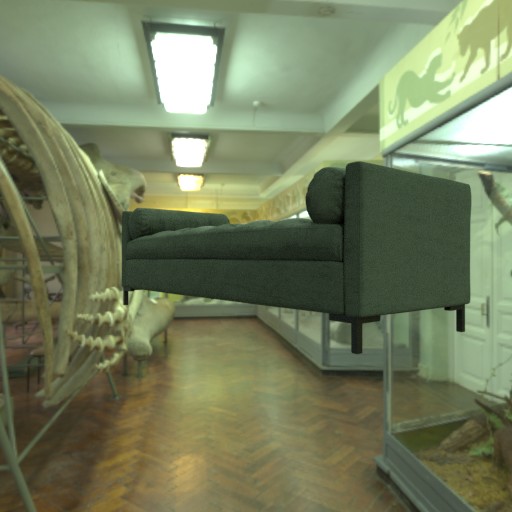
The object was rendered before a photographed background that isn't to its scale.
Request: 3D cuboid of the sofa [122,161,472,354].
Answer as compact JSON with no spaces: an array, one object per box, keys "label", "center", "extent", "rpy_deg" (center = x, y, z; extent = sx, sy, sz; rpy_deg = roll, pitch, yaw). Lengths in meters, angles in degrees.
[{"label":"sofa","center":[0.000,0.000,2.542],"extent":[0.817,0.681,2.130],"rpy_deg":[0,0,-38]}]
